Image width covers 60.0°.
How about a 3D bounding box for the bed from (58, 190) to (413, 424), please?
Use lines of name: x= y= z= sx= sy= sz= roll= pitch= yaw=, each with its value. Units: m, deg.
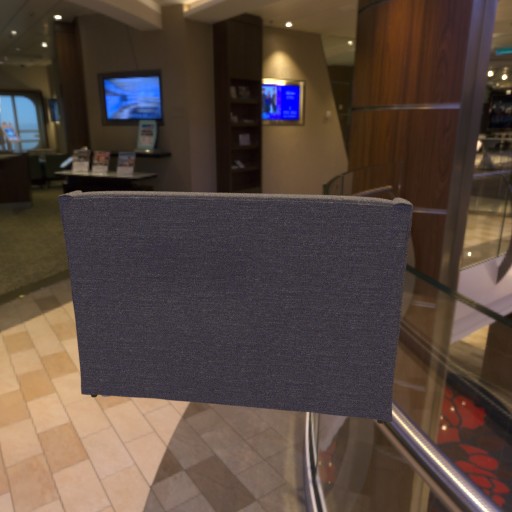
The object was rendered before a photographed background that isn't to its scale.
bed: x=0.000 y=0.000 z=3.569 sx=1.925 sy=1.332 sz=2.276 roll=2 pitch=17 yaw=8
